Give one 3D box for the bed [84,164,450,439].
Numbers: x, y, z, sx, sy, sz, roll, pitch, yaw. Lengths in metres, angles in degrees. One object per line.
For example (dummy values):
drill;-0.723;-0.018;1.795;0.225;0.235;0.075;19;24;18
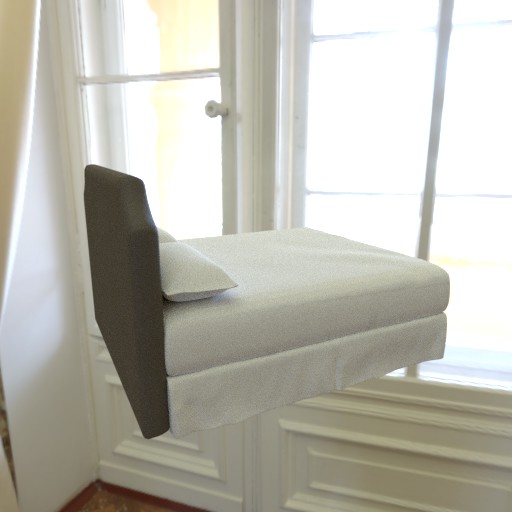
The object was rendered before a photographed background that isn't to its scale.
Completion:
bed;0.000;0.000;3.879;2.536;1.561;2.194;-7;16;-26
